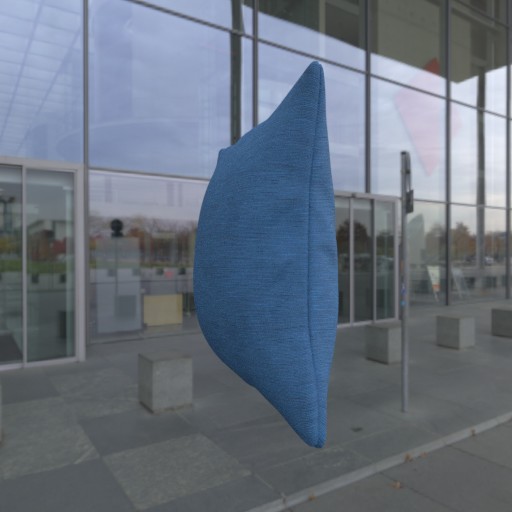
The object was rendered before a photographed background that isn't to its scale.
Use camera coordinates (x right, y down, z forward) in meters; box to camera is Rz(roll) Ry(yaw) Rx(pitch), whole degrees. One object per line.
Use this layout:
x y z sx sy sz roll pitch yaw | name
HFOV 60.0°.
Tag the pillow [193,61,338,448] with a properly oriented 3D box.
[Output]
0.000 0.000 0.676 0.177 0.420 0.437 0 0 -18 | pillow
